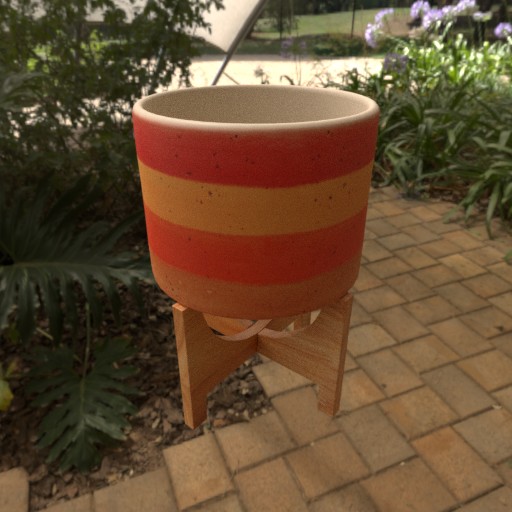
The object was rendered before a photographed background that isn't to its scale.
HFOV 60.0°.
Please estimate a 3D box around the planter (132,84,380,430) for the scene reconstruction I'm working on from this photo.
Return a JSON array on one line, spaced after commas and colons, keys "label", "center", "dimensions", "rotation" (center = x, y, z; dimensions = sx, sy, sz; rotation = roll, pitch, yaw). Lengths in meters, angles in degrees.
[{"label": "planter", "center": [0.000, 0.000, 0.562], "dimensions": [0.269, 0.379, 0.269], "rotation": [0, 28, 0]}]
